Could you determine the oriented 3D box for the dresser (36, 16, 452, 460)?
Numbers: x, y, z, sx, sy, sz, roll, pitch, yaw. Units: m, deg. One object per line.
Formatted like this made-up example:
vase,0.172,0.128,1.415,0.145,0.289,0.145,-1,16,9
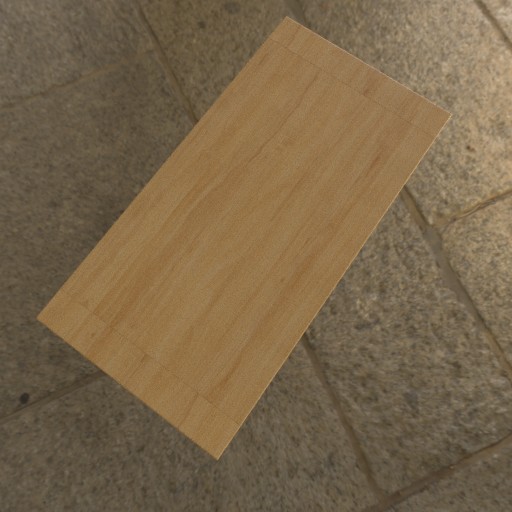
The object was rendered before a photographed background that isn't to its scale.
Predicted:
dresser,0.000,0.000,1.206,0.410,0.730,0.800,35,79,8
